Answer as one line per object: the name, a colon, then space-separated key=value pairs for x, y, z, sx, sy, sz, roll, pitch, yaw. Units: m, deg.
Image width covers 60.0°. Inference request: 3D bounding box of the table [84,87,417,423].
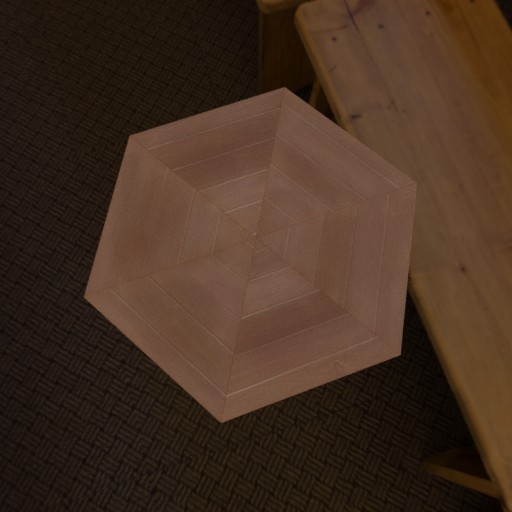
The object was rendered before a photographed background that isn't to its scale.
table: x=0.000 y=0.000 z=1.668 sx=1.154 sy=0.456 sz=1.000 roll=39 pitch=79 yaw=10
